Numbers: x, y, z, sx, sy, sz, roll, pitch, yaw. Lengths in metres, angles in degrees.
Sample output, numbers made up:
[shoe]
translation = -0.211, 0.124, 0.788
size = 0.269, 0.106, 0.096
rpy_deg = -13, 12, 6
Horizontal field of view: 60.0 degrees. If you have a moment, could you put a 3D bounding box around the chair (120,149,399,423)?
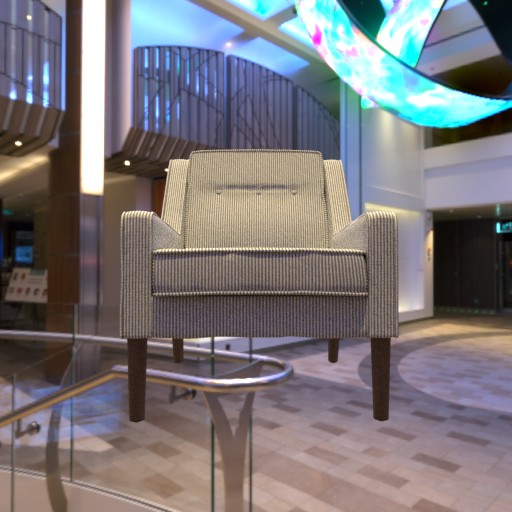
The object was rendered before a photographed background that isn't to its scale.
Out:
[chair]
translation = 0.000, 0.000, 1.369
size = 0.663, 0.792, 0.743
rpy_deg = 0, -1, -1
